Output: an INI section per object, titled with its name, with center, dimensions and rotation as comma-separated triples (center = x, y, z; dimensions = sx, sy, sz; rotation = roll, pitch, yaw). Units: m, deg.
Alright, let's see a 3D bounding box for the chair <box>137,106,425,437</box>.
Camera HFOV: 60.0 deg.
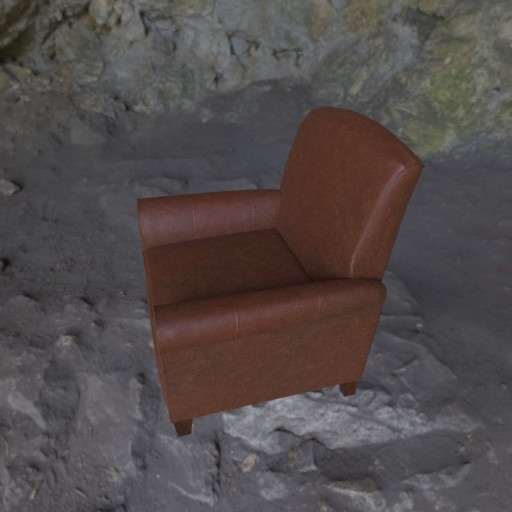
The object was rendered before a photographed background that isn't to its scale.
[chair]
center = 0.000, 0.000, 1.800
dimensions = 0.902, 1.061, 0.978
rotation = -9, 32, -14
